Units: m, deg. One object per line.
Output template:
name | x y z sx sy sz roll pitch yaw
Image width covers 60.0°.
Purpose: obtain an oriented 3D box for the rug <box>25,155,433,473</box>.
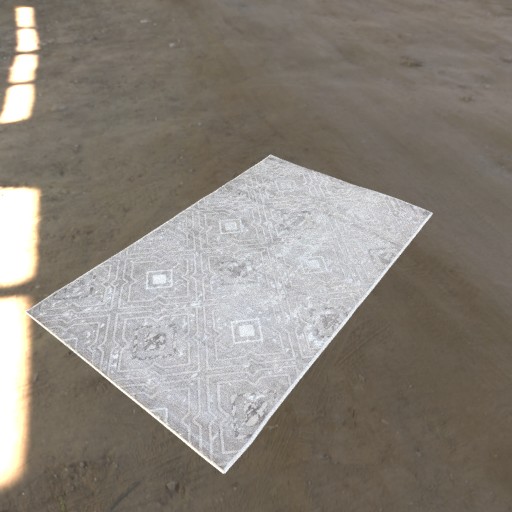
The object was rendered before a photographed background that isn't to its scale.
rug | 0.000 0.000 2.975 1.537 0.036 2.447 26 47 28
